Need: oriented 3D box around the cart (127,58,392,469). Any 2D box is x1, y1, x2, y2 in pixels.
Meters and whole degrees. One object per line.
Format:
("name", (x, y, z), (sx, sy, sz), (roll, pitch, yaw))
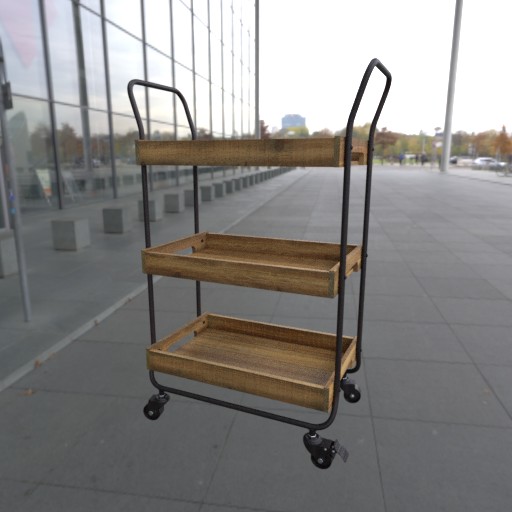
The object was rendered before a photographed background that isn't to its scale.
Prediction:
("cart", (0.000, 0.000, 1.119), (0.583, 0.857, 0.339), (6, 14, 24))
